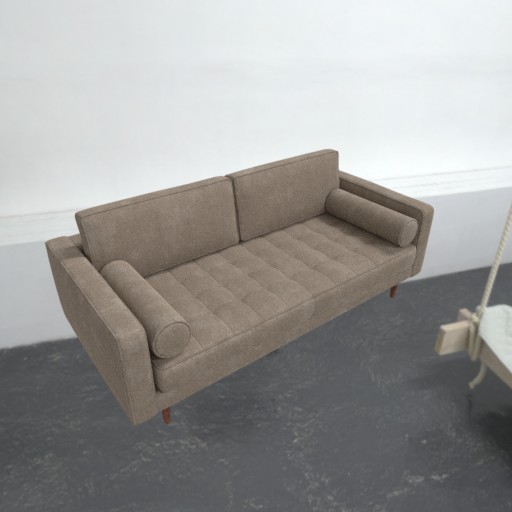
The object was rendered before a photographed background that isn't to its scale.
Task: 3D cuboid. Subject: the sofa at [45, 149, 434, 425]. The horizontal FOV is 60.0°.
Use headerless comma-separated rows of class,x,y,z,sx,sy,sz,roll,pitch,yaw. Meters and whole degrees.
sofa,0.000,0.000,2.360,1.883,0.769,0.920,-21,36,-32
